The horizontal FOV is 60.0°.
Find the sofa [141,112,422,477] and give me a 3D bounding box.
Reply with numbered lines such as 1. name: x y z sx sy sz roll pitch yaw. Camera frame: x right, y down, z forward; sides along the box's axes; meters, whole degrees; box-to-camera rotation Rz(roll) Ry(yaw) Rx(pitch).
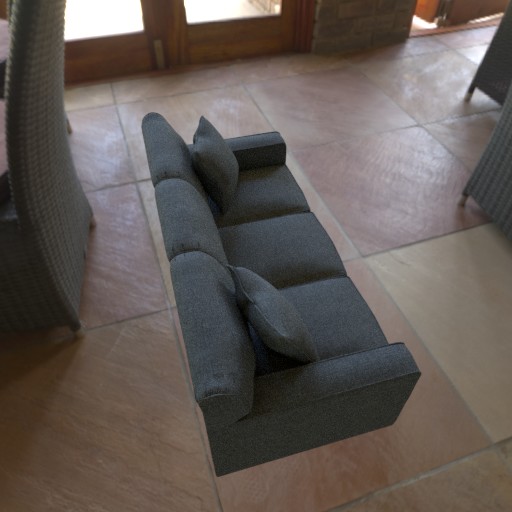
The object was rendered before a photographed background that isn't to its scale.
1. sofa: 0.000 0.000 2.588 0.997 0.958 2.024 -12 48 -11
